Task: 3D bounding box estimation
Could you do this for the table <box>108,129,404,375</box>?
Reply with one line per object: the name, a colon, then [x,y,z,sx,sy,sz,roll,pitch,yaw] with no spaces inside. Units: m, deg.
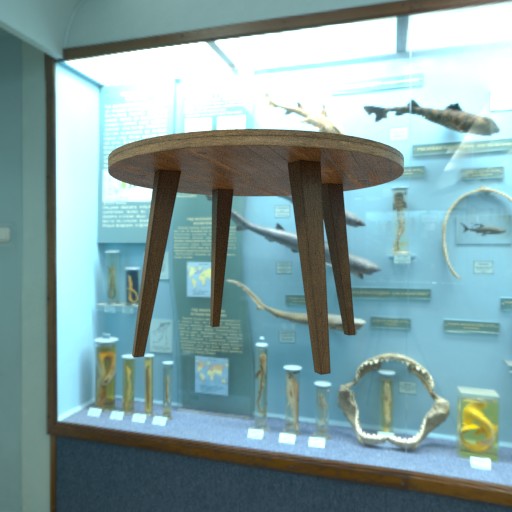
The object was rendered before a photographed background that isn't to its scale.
table: [0.000,0.000,1.919,1.213,0.764,1.213,0,1,0]
